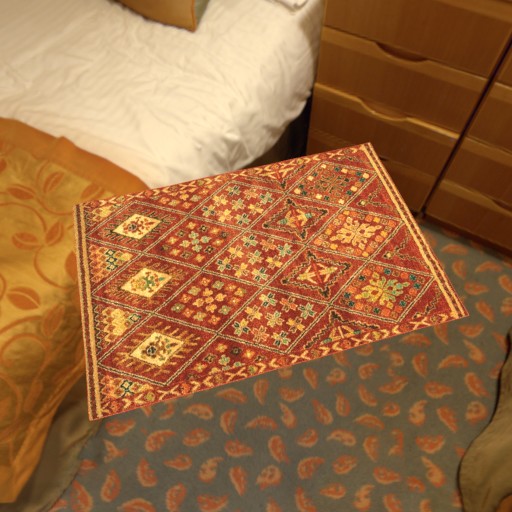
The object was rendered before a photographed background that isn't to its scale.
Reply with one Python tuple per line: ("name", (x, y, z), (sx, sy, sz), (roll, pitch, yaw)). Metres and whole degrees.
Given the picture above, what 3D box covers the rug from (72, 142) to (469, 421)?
("rug", (0.000, 0.000, 2.920), (2.286, 0.026, 1.521), (-14, 60, -8))
